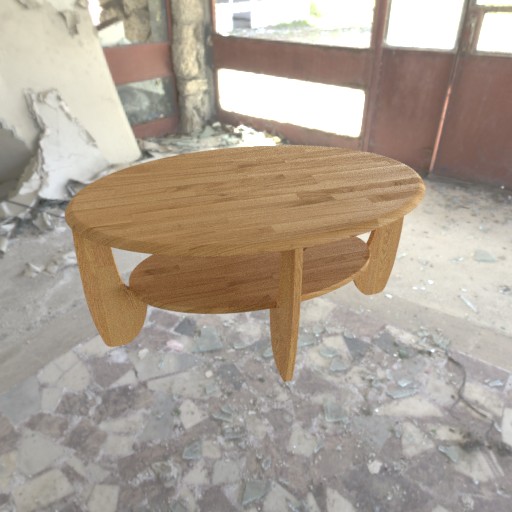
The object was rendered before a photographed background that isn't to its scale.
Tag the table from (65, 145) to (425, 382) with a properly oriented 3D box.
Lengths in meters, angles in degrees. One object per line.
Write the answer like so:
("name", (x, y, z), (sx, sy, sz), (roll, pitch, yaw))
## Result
("table", (0.000, 0.000, 1.401), (1.040, 0.490, 0.690), (-9, 33, -15))
